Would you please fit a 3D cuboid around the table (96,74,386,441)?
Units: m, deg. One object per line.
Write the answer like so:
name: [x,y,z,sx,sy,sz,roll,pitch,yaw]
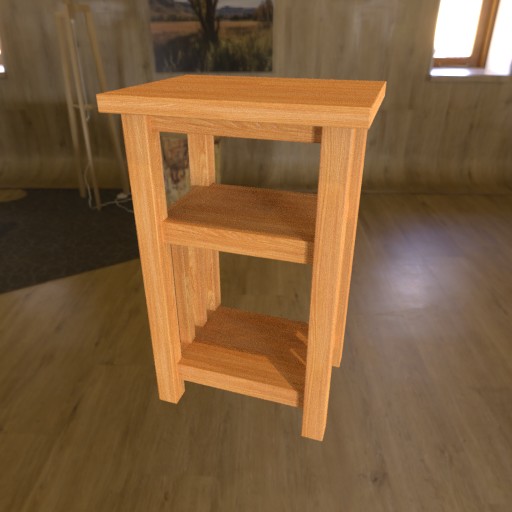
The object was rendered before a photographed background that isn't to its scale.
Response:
table: [0.000,0.000,0.767,0.350,0.550,0.270,9,29,16]
